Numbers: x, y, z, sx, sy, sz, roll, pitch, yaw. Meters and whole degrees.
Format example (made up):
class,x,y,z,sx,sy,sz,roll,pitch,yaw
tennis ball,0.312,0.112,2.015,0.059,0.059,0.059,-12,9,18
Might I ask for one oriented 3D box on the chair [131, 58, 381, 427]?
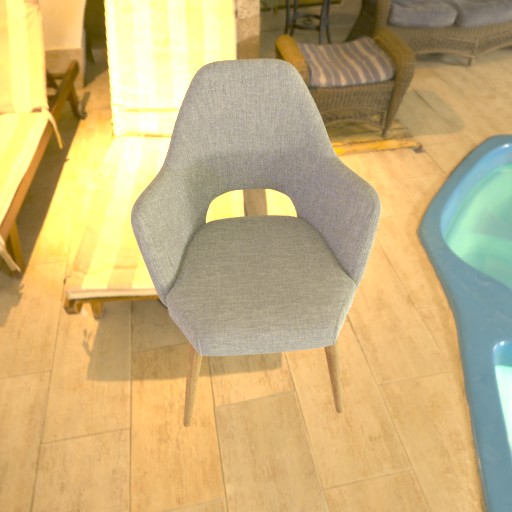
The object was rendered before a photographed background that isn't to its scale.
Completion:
class,x,y,z,sx,sy,sz,roll,pitch,yaw
chair,0.000,0.000,1.220,0.590,0.840,0.610,-4,46,-4
